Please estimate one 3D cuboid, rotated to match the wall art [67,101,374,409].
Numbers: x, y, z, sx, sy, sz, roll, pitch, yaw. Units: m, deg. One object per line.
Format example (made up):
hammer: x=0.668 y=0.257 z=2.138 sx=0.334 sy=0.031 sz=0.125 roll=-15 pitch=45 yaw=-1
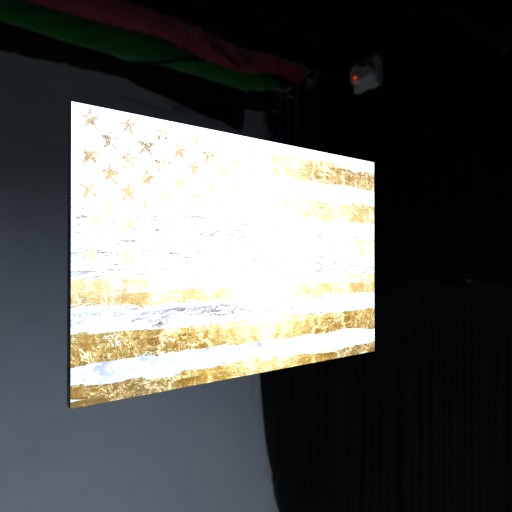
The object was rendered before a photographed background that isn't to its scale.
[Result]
wall art: x=0.000 y=0.000 z=1.166 sx=0.932 sy=0.610 sz=0.027 roll=0 pitch=-1 yaw=-37
